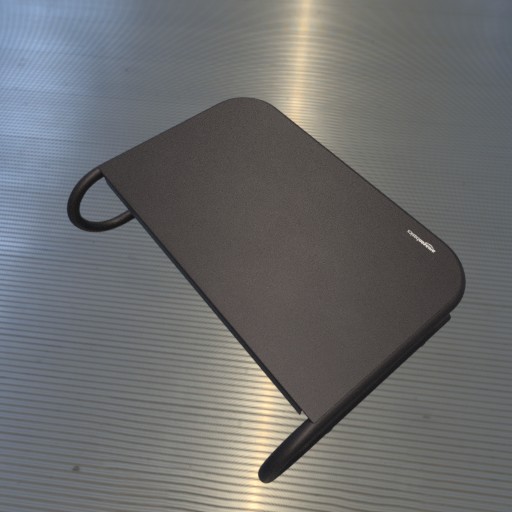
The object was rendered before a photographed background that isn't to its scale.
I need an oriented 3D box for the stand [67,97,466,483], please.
[{"bbox_3d":[0.000,0.000,0.499,0.280,0.108,0.370,-34,64,-20],"label":"stand"}]
